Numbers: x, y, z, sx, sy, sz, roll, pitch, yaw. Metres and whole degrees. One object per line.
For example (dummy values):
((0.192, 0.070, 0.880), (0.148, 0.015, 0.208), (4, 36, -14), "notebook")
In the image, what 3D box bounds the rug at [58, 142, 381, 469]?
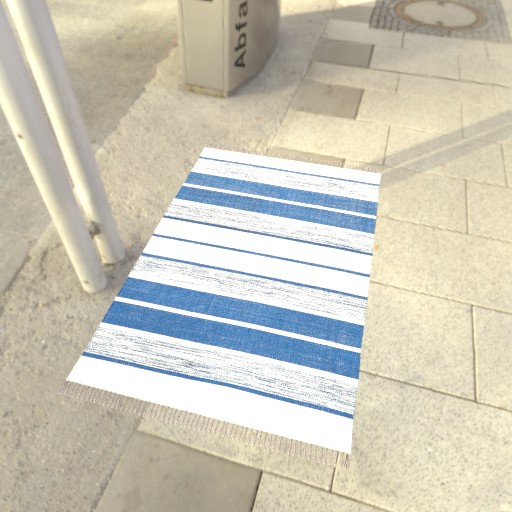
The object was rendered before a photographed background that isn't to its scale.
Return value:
((0.000, 0.000, 3.011), (1.532, 0.010, 2.441), (11, 48, 10), "rug")
